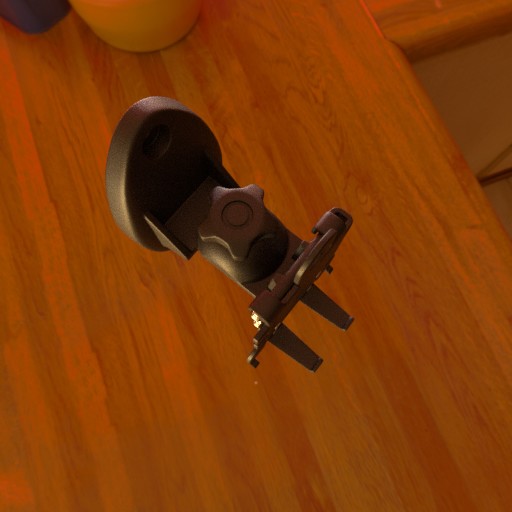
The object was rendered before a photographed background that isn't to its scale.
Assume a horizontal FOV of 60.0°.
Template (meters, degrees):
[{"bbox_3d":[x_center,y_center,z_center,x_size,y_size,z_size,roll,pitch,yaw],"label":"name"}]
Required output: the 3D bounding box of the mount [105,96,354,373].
[{"bbox_3d":[0.000,0.000,0.178,0.100,0.118,0.066,38,77,10],"label":"mount"}]
